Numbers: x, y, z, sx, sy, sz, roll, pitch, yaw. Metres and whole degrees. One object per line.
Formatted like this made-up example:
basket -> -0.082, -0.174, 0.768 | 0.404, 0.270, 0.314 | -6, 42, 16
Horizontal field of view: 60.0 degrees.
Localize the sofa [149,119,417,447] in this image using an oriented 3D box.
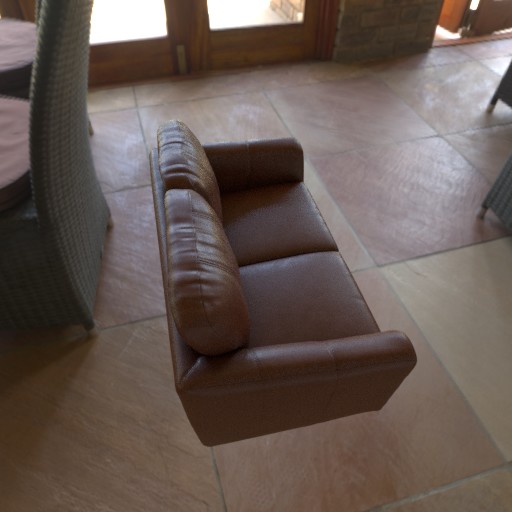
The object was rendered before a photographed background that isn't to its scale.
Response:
sofa -> 0.000, 0.000, 1.953 | 0.805, 0.906, 1.406 | -10, 47, -9
